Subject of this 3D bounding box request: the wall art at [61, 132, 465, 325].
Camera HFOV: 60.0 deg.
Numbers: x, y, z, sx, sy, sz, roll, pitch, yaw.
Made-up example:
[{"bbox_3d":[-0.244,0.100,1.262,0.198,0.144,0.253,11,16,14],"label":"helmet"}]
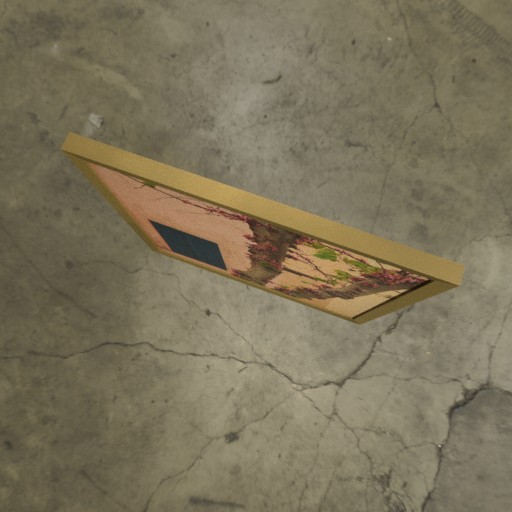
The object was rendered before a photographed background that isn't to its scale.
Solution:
[{"bbox_3d":[0.000,0.000,1.170,0.762,0.762,0.038,19,77,5],"label":"wall art"}]
